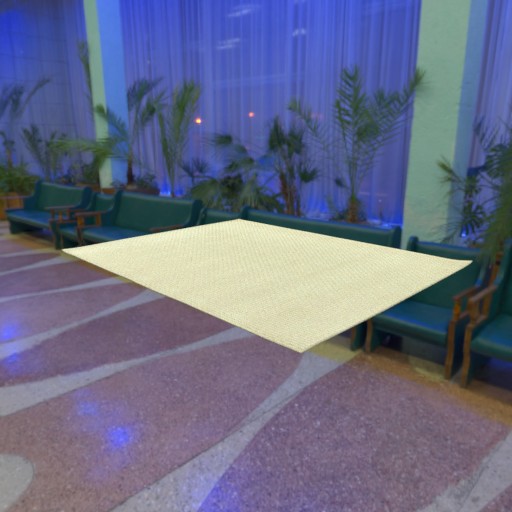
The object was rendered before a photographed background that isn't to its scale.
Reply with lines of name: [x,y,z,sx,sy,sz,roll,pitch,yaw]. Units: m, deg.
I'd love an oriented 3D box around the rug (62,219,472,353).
rug: [0.000,0.000,3.946,2.897,0.035,2.277,15,21,43]
